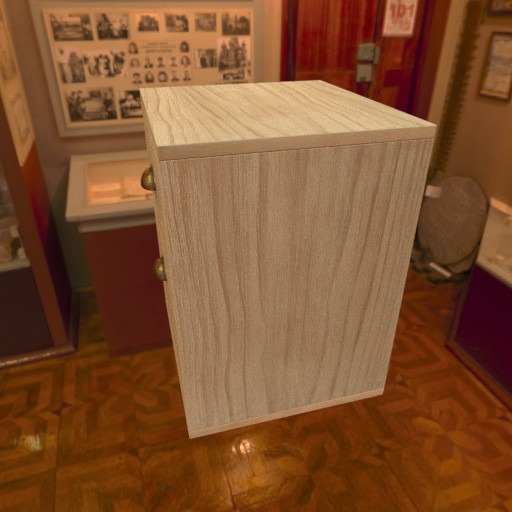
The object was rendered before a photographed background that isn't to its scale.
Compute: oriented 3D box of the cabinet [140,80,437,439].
[{"bbox_3d":[0.000,0.000,0.875,0.401,0.579,0.409,-8,31,-13],"label":"cabinet"}]
